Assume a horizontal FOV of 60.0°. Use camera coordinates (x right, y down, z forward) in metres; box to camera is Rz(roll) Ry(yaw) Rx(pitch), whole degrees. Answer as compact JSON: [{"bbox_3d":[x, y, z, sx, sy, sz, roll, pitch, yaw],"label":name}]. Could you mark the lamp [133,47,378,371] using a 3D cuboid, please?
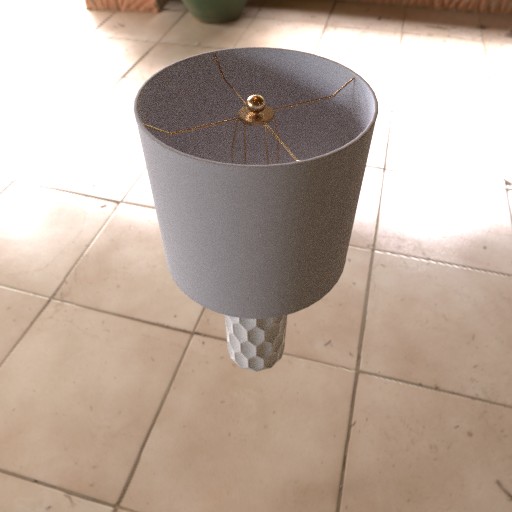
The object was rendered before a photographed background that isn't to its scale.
[{"bbox_3d":[0.000,0.000,0.704,0.277,0.537,0.277,11,48,10],"label":"lamp"}]
